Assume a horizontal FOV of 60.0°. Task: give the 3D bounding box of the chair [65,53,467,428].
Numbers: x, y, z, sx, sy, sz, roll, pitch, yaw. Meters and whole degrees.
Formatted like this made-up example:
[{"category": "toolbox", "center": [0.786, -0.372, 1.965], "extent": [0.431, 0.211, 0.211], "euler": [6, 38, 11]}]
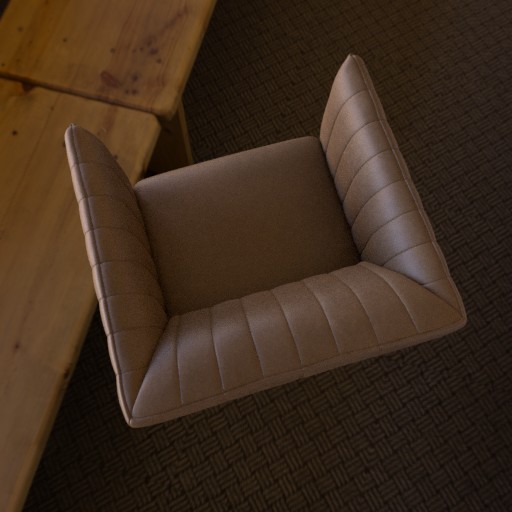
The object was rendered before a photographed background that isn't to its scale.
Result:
[{"category": "chair", "center": [0.000, 0.000, 1.563], "extent": [0.981, 0.779, 0.876], "euler": [-16, 75, -4]}]
